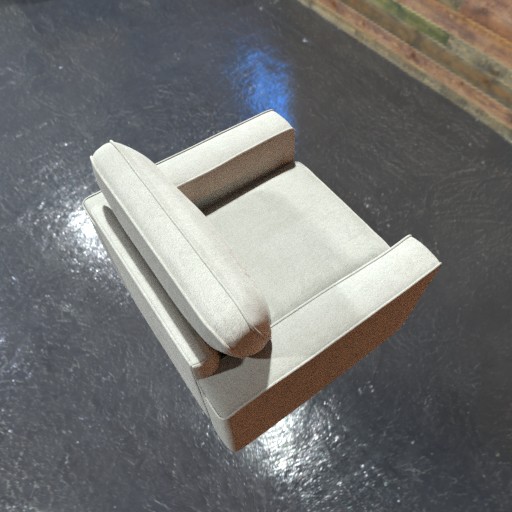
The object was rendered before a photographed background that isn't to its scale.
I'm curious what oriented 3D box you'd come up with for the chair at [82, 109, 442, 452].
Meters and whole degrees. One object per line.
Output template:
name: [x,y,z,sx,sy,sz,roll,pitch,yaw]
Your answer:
chair: [0.000,0.000,1.749,0.939,0.965,1.015,-31,63,-18]
